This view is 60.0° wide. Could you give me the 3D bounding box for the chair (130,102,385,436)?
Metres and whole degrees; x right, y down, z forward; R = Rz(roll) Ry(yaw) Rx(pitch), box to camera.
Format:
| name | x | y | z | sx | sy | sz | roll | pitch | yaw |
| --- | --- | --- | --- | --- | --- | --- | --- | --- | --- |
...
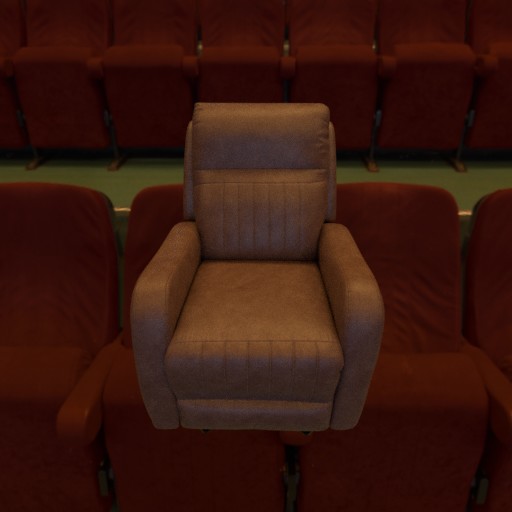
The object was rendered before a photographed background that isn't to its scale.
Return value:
| name | x | y | z | sx | sy | sz | roll | pitch | yaw |
| --- | --- | --- | --- | --- | --- | --- | --- | --- | --- |
| chair | 0.000 | 0.000 | 1.837 | 0.865 | 1.067 | 1.067 | 1 | 30 | 1 |
